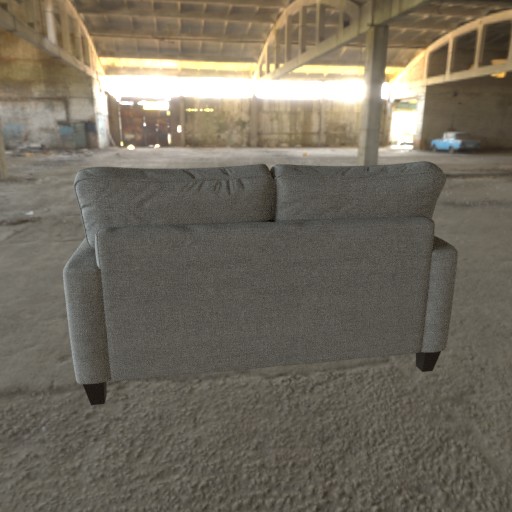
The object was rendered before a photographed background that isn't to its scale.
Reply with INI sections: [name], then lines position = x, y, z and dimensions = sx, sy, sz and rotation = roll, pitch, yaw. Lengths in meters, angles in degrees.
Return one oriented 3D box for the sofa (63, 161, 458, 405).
[sofa]
position = 0.000, 0.000, 2.241
dimensions = 1.651, 0.965, 0.965
rotation = -3, 16, -10
